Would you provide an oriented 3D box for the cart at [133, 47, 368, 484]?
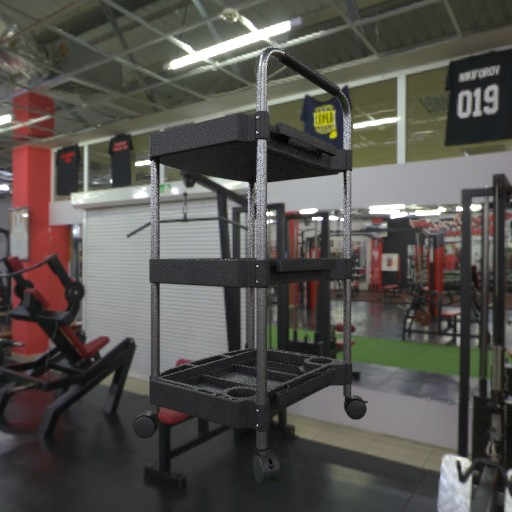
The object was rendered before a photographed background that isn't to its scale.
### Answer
[{"bbox_3d":[0.000,0.000,1.394,0.518,1.075,0.584,0,0,36],"label":"cart"}]
